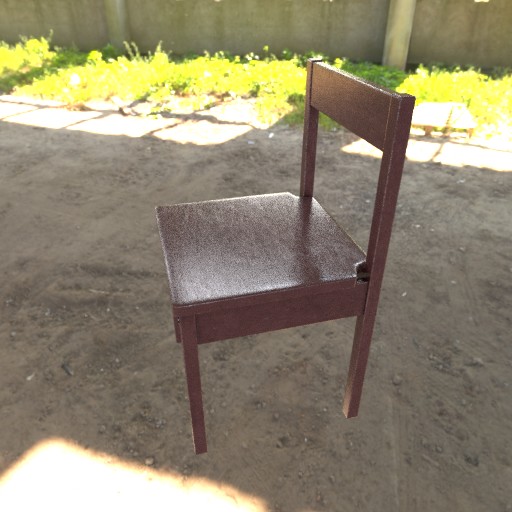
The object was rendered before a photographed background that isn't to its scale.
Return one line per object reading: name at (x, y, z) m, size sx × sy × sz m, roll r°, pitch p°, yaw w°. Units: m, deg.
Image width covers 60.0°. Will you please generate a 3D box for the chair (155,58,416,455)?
chair at (0.000, 0.000, 0.885) m, size 0.361 × 0.668 × 0.367 m, roll -8°, pitch 33°, yaw -13°
